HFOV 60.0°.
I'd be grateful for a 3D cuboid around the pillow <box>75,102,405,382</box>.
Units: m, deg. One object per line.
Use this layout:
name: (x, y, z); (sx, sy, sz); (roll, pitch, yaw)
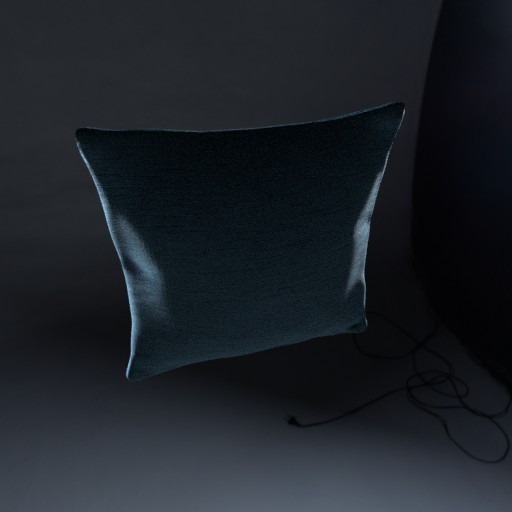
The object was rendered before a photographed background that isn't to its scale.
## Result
pillow: (0.000, 0.000, 0.660); (0.433, 0.415, 0.151); (-9, 33, -14)
